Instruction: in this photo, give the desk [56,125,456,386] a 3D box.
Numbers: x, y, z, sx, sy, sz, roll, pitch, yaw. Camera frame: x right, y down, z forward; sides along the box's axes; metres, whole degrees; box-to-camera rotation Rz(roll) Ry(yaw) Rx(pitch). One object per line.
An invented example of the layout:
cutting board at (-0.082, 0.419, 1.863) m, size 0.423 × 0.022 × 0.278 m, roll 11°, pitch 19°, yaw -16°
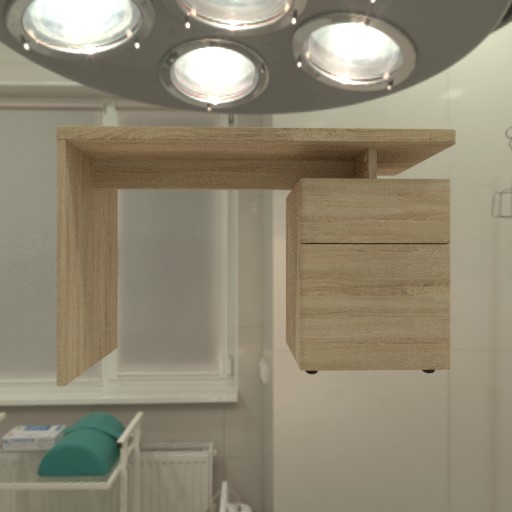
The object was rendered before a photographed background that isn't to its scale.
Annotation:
desk at (0.000, 0.000, 1.583) m, size 1.200 × 0.760 × 0.550 m, roll 0°, pitch 0°, yaw -2°
